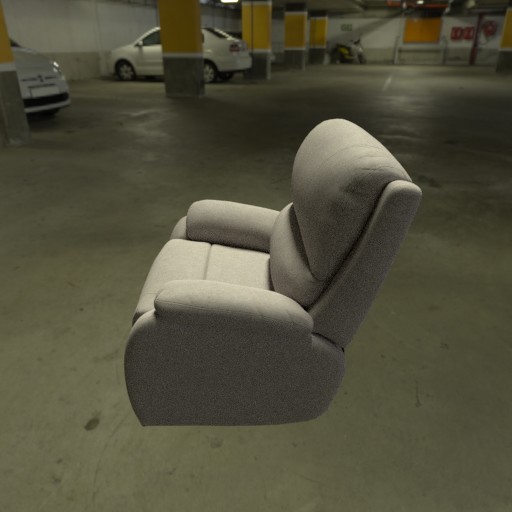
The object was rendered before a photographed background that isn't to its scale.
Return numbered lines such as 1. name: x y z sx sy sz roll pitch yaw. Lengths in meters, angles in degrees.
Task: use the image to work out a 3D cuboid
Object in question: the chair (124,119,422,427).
1. chair: 0.000 0.000 1.744 0.899 1.011 0.930 0 26 0
